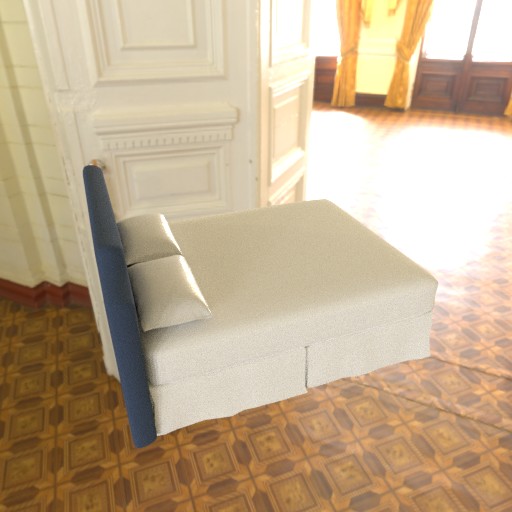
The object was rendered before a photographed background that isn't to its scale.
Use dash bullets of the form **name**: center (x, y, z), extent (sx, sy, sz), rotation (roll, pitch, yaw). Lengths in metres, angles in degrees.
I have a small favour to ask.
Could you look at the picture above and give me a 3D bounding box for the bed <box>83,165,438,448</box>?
- **bed**: center (0.000, 0.000, 3.423), extent (2.260, 1.297, 1.831), rotation (-11, 32, -18)
